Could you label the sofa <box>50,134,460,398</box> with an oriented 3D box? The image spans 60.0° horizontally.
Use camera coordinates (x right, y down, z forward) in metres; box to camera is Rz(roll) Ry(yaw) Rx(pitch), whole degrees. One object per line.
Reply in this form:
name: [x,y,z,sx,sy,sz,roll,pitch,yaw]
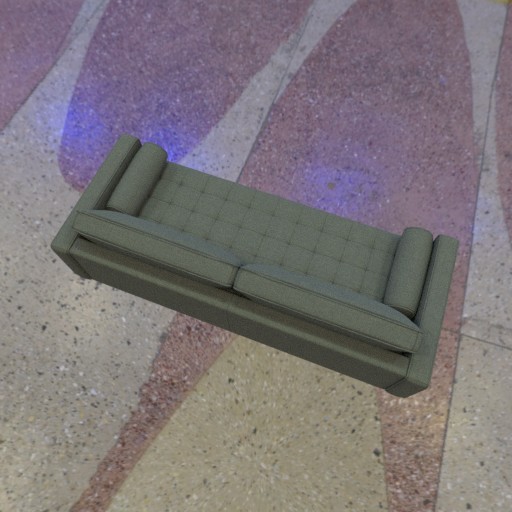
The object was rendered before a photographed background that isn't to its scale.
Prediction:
sofa: [0.000,0.000,2.708,2.198,0.762,0.914,19,66,9]
